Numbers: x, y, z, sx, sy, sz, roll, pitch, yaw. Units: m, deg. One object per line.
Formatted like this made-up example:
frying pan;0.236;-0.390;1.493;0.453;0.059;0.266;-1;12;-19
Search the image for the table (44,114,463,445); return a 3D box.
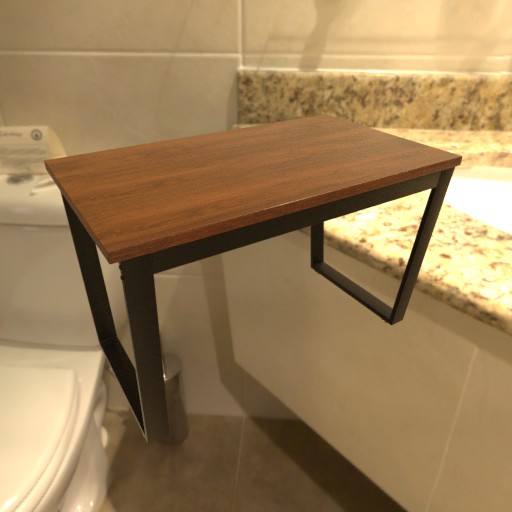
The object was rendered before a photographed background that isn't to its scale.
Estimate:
table;0.000;0.000;1.674;1.205;0.760;0.714;-18;35;-27
